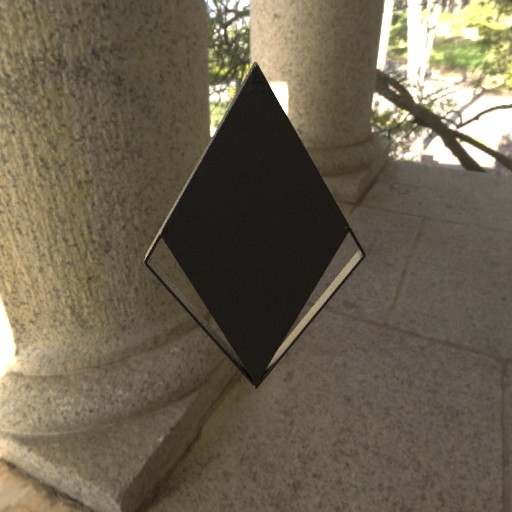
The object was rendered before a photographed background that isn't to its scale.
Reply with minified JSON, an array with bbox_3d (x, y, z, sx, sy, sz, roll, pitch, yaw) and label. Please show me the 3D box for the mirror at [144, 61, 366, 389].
[{"bbox_3d":[0.000,0.000,0.844,0.419,0.679,0.032,-2,30,-3],"label":"mirror"}]
